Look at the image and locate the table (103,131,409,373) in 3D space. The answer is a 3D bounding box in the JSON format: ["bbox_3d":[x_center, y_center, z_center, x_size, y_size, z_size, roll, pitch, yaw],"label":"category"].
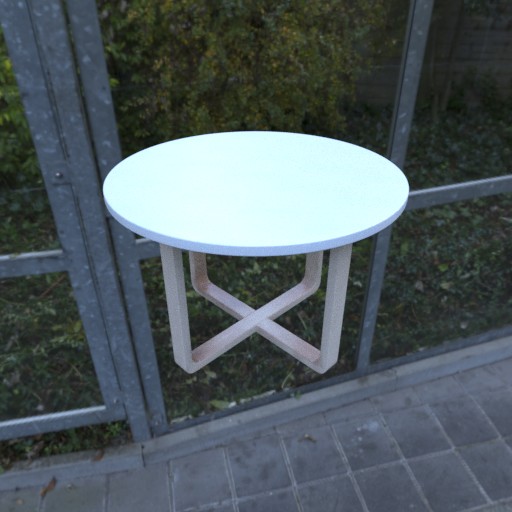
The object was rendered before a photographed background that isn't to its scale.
[{"bbox_3d":[0.000,0.000,1.009,0.600,0.400,0.600,0,31,0],"label":"table"}]
